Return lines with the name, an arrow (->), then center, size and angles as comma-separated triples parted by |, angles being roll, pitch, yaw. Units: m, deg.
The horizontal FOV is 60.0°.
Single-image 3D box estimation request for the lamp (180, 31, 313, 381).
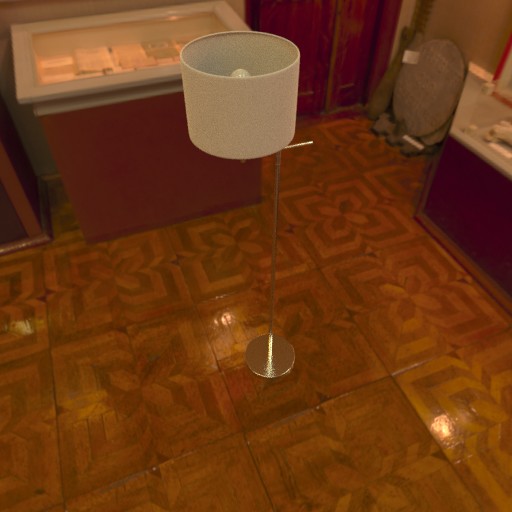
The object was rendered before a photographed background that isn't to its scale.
lamp -> 0.000, 0.000, 1.777 | 0.416, 1.600, 0.324 | -14, 47, -14
